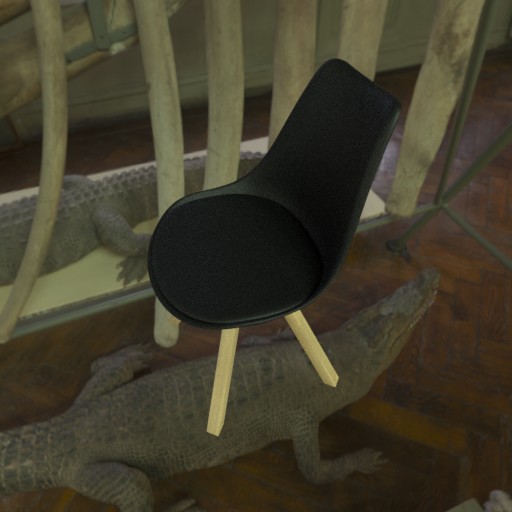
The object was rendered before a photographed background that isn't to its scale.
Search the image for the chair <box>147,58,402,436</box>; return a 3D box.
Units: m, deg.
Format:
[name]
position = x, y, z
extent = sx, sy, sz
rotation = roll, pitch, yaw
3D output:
[chair]
position = 0.000, 0.000, 1.154
extent = 0.549, 0.850, 0.485
rotation = -17, 48, -16
